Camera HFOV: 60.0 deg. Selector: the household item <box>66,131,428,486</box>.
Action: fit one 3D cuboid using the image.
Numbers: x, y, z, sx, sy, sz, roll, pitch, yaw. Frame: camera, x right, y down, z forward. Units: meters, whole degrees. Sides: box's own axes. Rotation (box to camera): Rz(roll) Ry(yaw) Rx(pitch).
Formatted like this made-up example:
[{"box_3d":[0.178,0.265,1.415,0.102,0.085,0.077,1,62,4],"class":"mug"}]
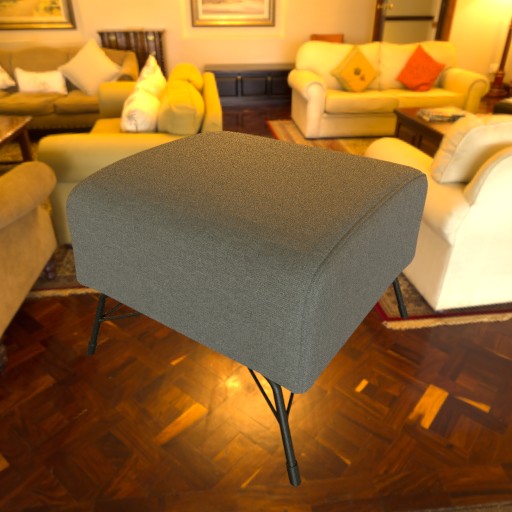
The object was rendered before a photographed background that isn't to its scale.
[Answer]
[{"box_3d":[0.000,0.000,0.906,0.530,0.410,0.530,20,36,30],"class":"household item"}]
